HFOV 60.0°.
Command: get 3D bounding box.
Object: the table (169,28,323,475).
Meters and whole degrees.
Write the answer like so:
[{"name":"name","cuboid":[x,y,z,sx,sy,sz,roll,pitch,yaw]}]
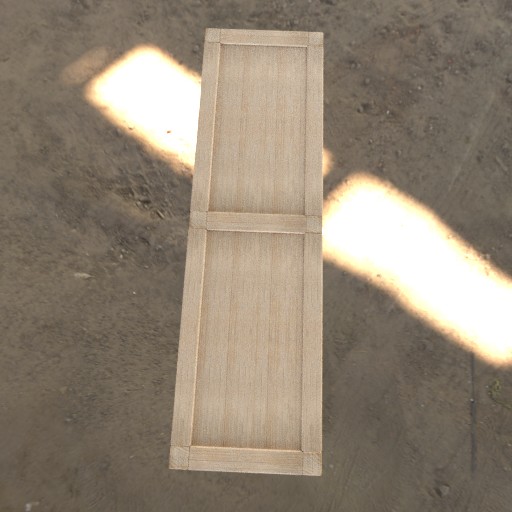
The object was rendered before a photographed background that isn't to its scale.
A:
[{"name":"table","cuboid":[0.000,0.000,1.631,0.381,0.762,1.320,2,75,1]}]
